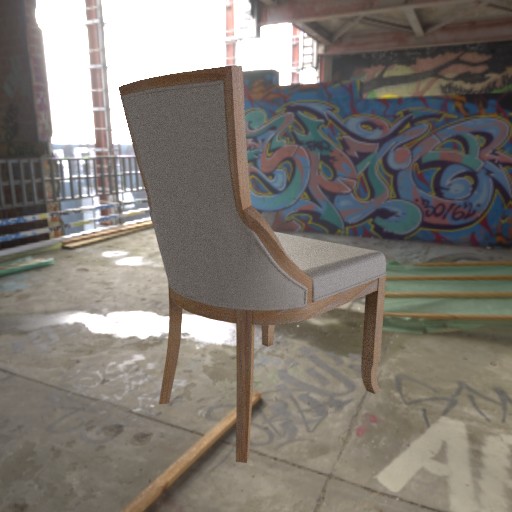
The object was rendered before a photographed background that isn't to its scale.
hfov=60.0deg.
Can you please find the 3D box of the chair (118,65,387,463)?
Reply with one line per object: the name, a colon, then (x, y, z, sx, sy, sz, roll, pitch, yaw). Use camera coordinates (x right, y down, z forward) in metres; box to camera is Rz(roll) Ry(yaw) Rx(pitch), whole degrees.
chair: (0.000, 0.000, 1.320, 0.641, 0.947, 0.524, -13, 19, -43)
